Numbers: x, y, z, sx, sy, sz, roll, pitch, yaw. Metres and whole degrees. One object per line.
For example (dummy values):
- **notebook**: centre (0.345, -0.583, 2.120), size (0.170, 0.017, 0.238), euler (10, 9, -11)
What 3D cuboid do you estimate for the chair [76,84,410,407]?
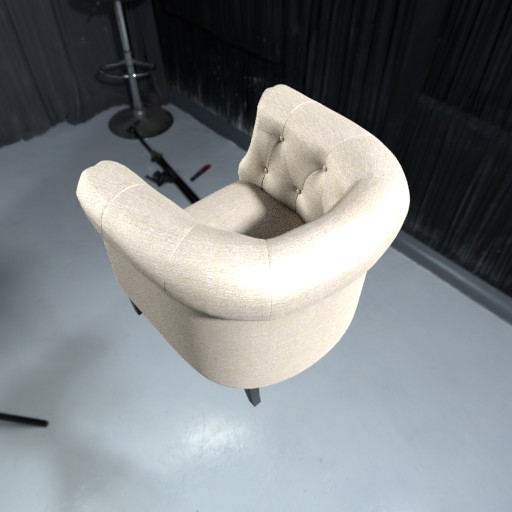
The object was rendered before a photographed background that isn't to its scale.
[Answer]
- **chair**: centre (0.000, 0.000, 1.593), size (0.905, 0.827, 0.852), euler (-33, 56, -27)
